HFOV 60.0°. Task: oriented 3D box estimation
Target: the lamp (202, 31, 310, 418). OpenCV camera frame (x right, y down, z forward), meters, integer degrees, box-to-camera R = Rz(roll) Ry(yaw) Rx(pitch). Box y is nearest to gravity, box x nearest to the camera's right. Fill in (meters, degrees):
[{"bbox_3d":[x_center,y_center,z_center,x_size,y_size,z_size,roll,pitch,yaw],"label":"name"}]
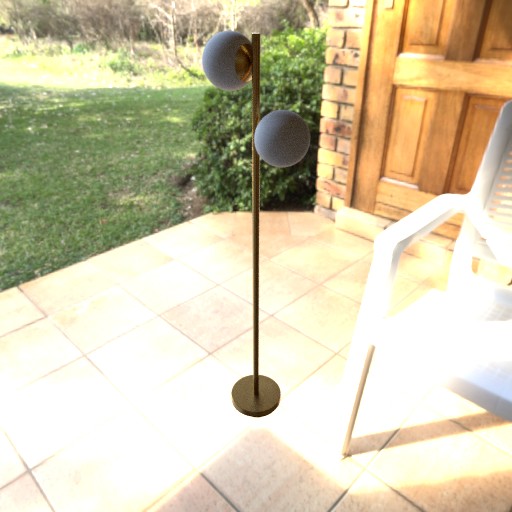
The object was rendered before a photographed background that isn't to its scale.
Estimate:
[{"bbox_3d":[0.000,0.000,1.817,0.419,1.641,0.249,22,36,33],"label":"lamp"}]
